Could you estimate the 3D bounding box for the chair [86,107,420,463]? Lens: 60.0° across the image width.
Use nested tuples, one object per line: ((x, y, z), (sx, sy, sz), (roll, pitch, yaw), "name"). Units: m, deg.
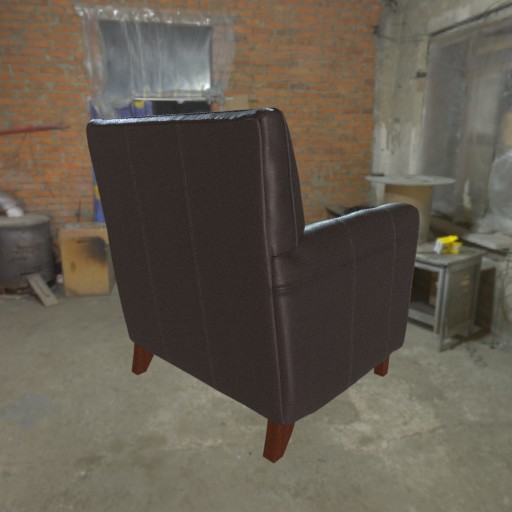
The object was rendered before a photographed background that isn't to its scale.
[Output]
((0.000, 0.000, 1.589), (0.870, 0.943, 0.825), (14, 20, 42), "chair")
